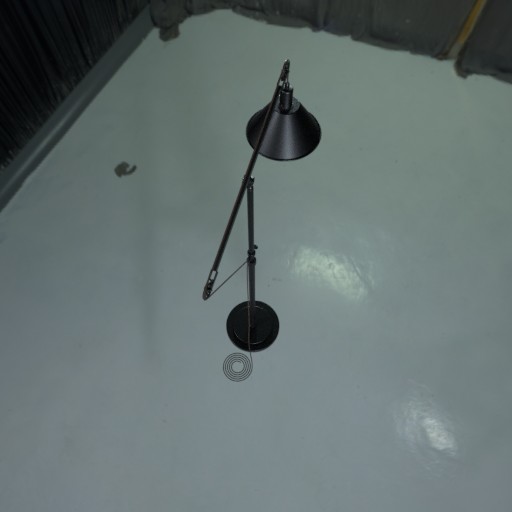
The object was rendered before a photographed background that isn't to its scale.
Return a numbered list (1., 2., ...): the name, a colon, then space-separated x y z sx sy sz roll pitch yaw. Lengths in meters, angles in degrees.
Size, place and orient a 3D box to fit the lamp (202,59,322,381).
1. lamp: 0.000 0.000 1.982 0.319 1.626 0.904 18 64 9
